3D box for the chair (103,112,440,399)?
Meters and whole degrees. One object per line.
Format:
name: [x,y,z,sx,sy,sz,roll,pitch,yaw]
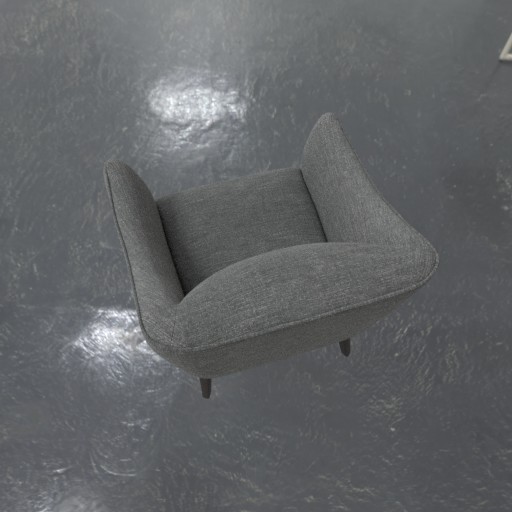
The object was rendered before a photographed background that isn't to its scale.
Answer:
chair: [0.000,0.000,1.537,0.870,0.829,0.851,-14,60,-9]
